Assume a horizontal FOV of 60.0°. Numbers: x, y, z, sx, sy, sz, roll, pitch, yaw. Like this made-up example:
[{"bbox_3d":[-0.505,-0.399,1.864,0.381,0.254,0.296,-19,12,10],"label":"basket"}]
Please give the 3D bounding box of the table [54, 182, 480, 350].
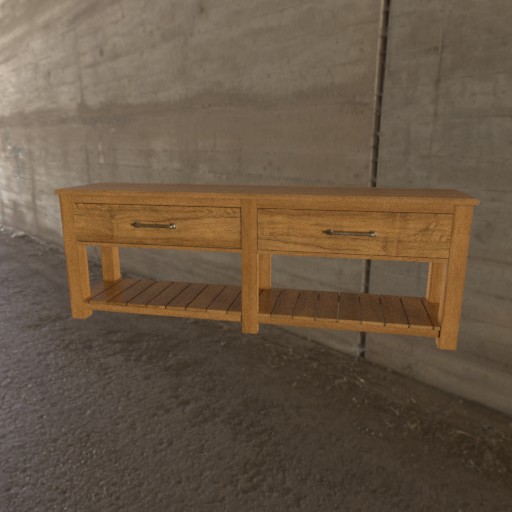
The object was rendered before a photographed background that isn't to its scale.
[{"bbox_3d":[0.000,0.000,2.123,1.815,0.635,0.425,3,15,11],"label":"table"}]
